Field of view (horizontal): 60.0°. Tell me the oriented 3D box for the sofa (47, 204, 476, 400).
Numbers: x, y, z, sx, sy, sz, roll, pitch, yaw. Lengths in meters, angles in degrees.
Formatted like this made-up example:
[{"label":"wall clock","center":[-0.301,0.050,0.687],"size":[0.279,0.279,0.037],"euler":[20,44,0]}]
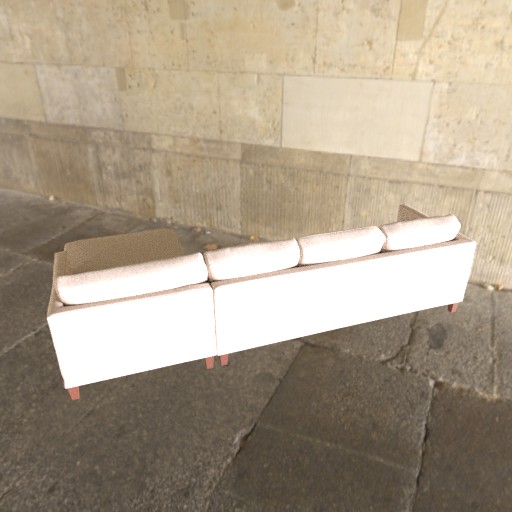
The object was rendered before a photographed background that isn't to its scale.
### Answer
[{"label":"sofa","center":[0.000,0.000,3.852],"size":[3.186,0.861,1.625],"euler":[-9,29,-17]}]
